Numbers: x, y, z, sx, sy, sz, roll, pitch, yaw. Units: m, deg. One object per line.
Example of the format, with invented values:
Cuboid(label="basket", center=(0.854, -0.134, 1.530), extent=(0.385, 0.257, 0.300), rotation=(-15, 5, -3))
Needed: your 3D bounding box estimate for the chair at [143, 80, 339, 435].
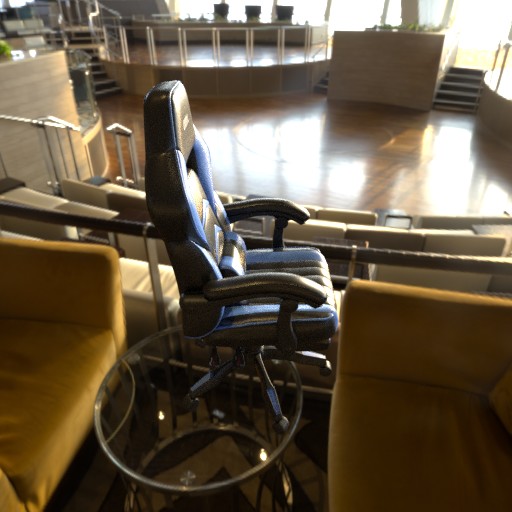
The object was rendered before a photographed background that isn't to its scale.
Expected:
Cuboid(label="chair", center=(0.000, 0.000, 1.747), extent=(0.700, 1.280, 0.700), rotation=(0, 32, 0))
